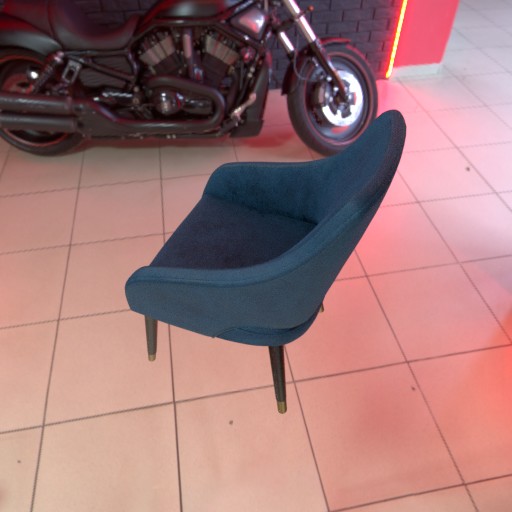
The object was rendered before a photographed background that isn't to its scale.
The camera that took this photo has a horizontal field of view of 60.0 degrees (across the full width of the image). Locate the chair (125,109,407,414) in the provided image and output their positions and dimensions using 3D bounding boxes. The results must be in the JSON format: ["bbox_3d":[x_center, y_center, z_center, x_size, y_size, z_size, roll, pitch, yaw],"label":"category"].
[{"bbox_3d":[0.000,0.000,1.602,0.794,1.081,0.683,16,49,15],"label":"chair"}]
